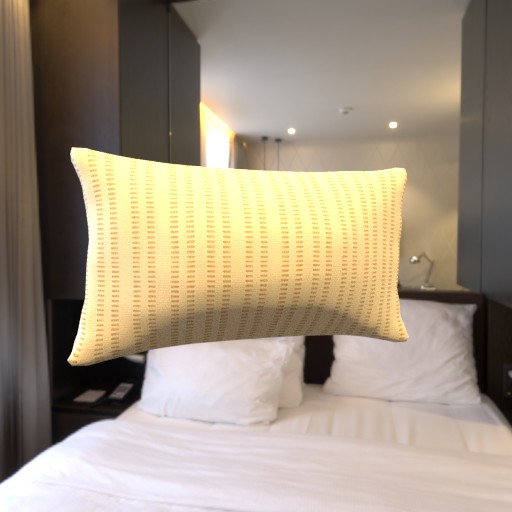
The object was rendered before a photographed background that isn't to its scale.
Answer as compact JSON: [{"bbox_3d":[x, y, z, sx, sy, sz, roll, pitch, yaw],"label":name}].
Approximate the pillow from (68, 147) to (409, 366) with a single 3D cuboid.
[{"bbox_3d":[0.000,0.000,0.814,0.640,0.353,0.210,-1,2,-18],"label":"pillow"}]
